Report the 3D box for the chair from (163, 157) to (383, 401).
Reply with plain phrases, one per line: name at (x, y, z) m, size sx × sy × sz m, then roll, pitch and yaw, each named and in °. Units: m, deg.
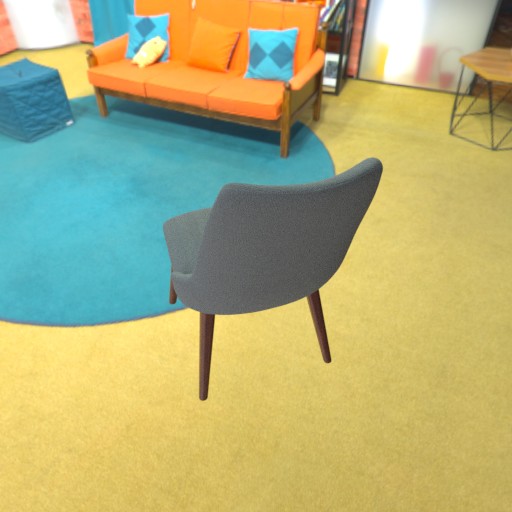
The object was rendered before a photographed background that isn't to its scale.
chair at (0.000, 0.000, 1.343) m, size 0.535 × 0.918 × 0.707 m, roll -12°, pitch 43°, yaw -13°
